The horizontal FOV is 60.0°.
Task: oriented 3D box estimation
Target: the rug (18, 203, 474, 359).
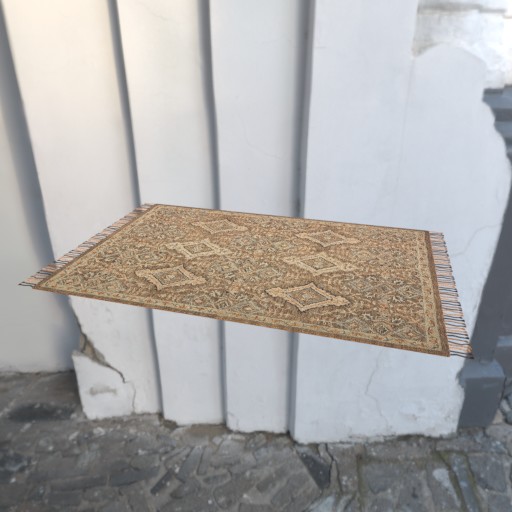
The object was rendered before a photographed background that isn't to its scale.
[{"bbox_3d":[0.000,0.000,2.910,2.434,0.010,1.516,7,27,14],"label":"rug"}]
